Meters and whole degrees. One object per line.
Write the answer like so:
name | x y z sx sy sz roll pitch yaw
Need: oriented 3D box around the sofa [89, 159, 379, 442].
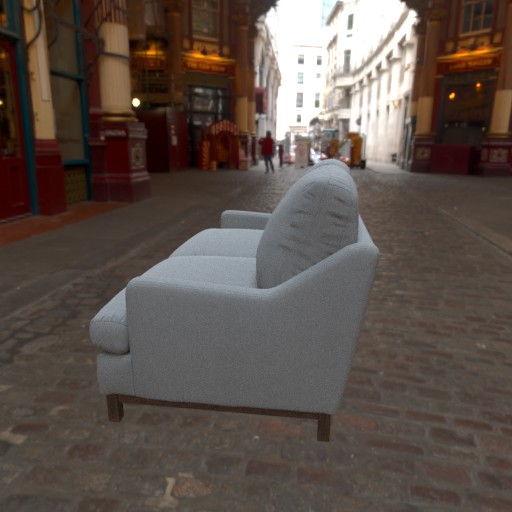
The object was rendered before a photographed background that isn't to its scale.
sofa | 0.000 0.000 2.206 0.987 0.921 1.589 2 15 8
